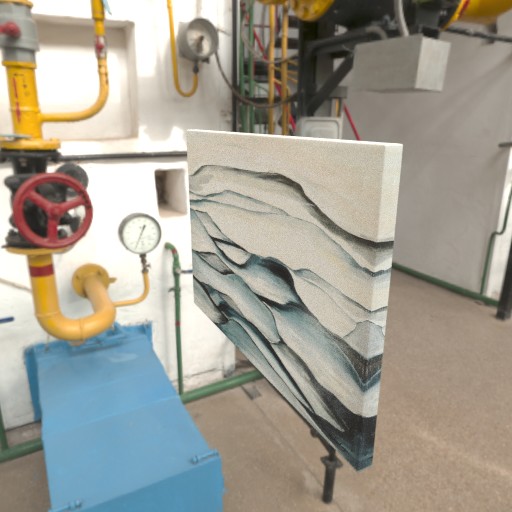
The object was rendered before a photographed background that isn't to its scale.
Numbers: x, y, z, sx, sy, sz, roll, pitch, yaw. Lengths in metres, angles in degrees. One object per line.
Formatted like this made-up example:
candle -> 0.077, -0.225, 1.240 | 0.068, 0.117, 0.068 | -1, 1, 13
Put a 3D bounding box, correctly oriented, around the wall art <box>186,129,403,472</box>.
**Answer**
wall art -> 0.000, 0.000, 1.149 | 0.039, 0.609, 0.914 | -9, 19, -26
